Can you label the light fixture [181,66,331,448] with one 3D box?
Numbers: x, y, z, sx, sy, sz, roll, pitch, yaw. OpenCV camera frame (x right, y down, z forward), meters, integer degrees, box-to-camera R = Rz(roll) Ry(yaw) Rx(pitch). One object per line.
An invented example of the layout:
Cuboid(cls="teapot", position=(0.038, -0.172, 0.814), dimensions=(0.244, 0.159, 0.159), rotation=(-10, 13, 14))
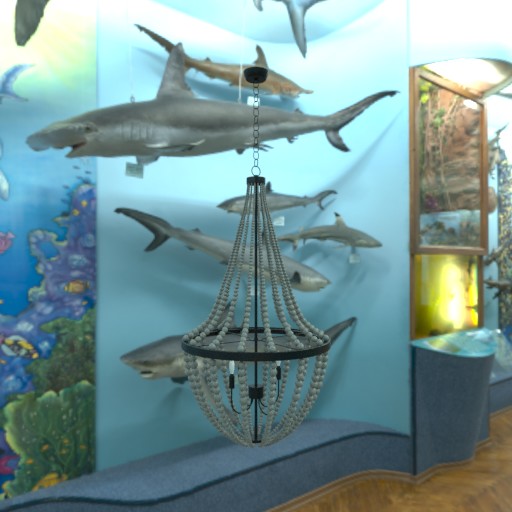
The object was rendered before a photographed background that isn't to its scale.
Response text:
Cuboid(cls="light fixture", position=(0.000, 0.000, 1.358), dimensions=(0.450, 1.133, 0.450), rotation=(0, -1, 0))
